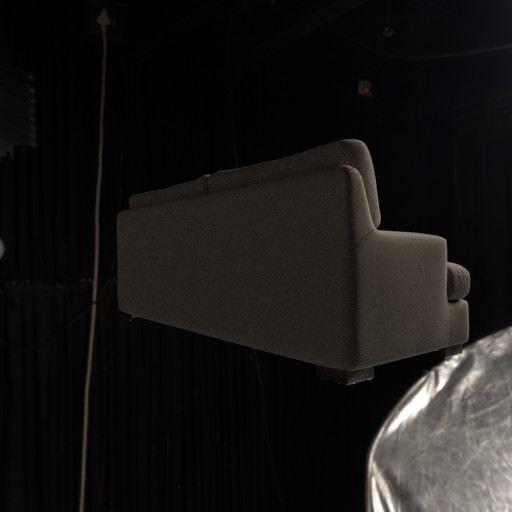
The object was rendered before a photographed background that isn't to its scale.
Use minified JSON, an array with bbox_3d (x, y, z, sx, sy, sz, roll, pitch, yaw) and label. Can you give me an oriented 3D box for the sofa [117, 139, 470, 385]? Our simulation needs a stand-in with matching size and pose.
[{"bbox_3d":[0.000,0.000,2.848,0.962,0.980,2.354,0,0,-38],"label":"sofa"}]
